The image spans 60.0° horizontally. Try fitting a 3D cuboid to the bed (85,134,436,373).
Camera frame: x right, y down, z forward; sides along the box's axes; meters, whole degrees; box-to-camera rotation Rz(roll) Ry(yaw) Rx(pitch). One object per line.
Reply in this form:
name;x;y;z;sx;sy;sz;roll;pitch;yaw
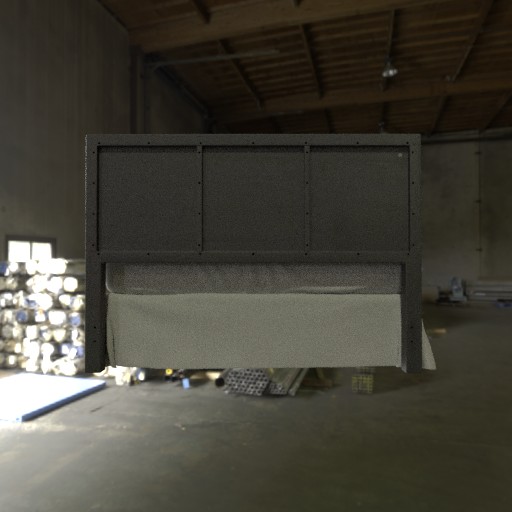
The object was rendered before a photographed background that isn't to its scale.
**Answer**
bed;0.000;0.000;3.004;1.772;1.142;1.785;0;-1;0
